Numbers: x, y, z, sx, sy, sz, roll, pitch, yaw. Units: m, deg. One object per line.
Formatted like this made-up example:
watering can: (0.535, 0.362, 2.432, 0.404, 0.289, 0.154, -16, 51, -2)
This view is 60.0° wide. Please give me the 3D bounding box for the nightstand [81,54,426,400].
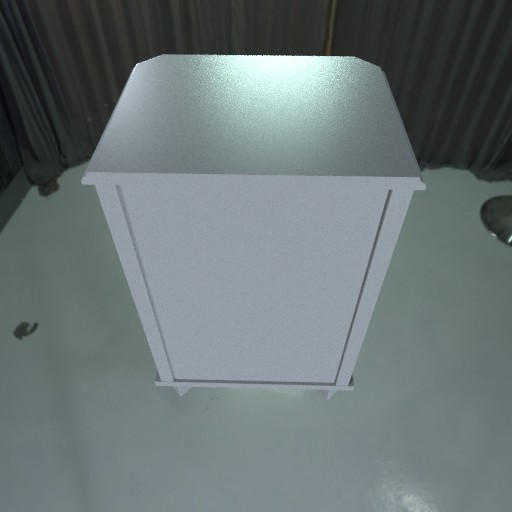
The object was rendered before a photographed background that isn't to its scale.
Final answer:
nightstand: (0.000, 0.000, 0.916, 0.435, 0.680, 0.348, 1, 48, 1)
